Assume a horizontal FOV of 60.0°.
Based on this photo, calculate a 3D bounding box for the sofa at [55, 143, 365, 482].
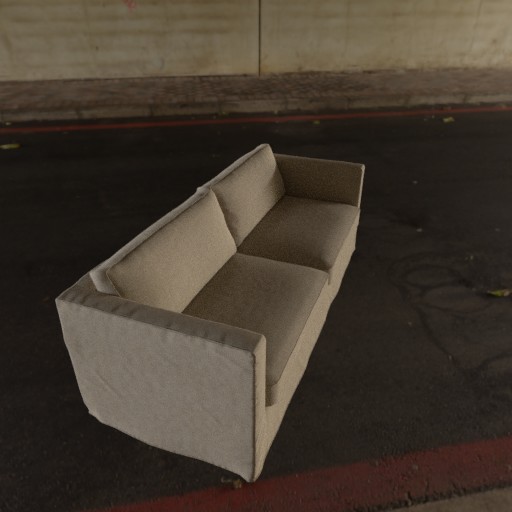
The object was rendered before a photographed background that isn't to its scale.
[{"bbox_3d":[0.000,0.000,2.758,0.956,0.847,2.296,11,32,19],"label":"sofa"}]
